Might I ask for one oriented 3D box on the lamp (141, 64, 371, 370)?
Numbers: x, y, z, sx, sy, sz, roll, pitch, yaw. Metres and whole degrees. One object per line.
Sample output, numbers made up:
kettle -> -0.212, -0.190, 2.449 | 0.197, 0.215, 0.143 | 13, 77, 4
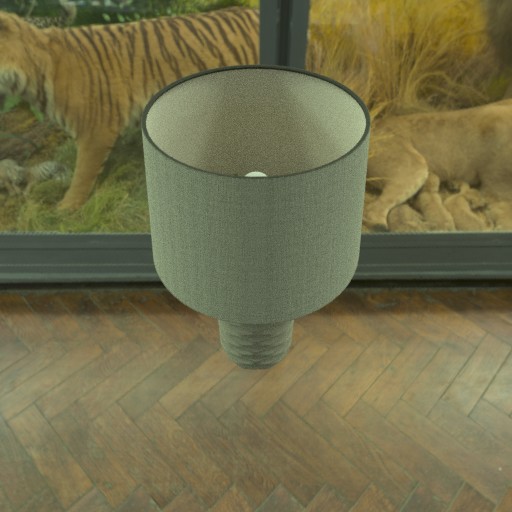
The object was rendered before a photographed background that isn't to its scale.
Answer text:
lamp -> 0.000, 0.000, 0.848 | 0.376, 0.594, 0.376 | 0, 46, 0
